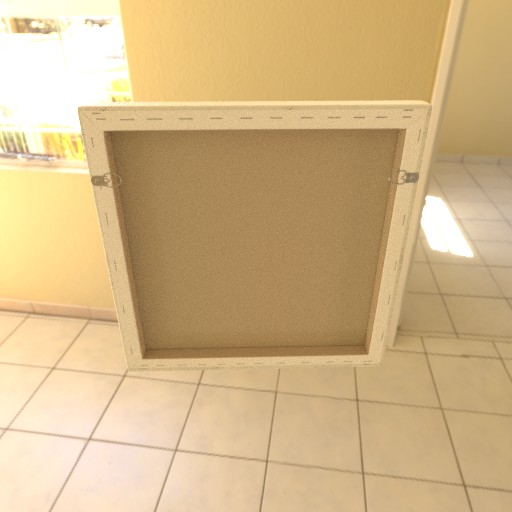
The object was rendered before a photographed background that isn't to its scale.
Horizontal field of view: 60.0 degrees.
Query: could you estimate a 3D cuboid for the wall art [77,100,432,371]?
[{"bbox_3d":[0.000,0.000,0.921,0.610,0.611,0.040,-1,30,-1],"label":"wall art"}]
